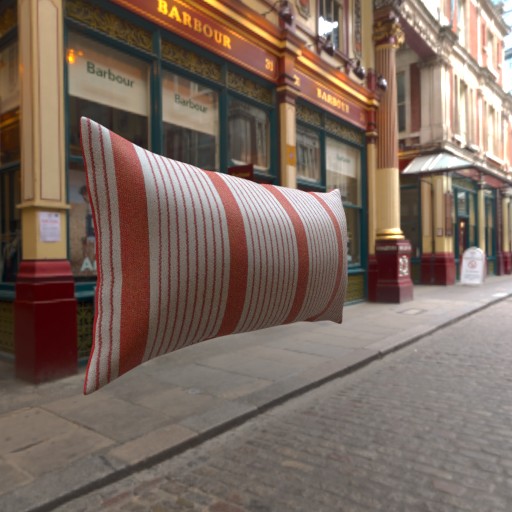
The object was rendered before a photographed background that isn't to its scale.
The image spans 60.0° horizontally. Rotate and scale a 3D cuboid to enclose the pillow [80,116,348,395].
[{"bbox_3d":[0.000,0.000,0.712,0.151,0.297,0.608,0,0,37],"label":"pillow"}]
